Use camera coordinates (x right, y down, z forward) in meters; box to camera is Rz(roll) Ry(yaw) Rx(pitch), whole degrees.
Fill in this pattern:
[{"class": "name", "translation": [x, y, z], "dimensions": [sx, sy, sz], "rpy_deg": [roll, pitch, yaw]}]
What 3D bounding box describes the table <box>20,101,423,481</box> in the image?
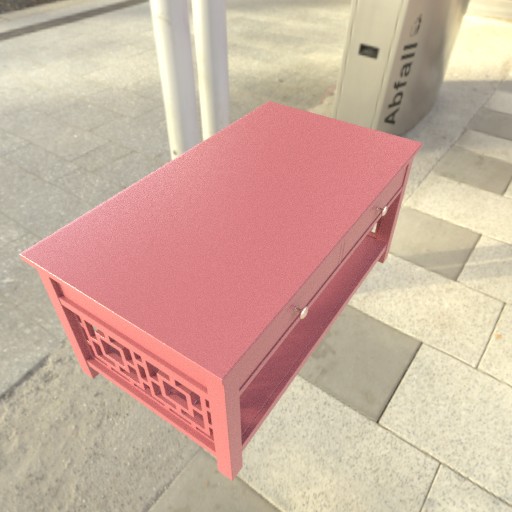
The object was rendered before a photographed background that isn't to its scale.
[{"class": "table", "translation": [0.000, 0.000, 1.400], "dimensions": [0.612, 0.493, 1.068], "rpy_deg": [24, 47, 25]}]
